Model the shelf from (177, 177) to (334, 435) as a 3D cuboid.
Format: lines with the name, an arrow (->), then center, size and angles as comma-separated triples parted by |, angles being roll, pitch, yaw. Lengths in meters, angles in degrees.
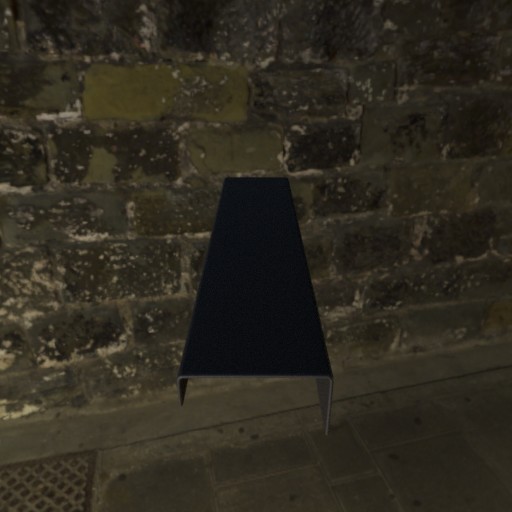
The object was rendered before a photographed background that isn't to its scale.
shelf -> 0.000, 0.000, 0.498 | 0.102, 0.053, 0.456 | 0, 26, 0
